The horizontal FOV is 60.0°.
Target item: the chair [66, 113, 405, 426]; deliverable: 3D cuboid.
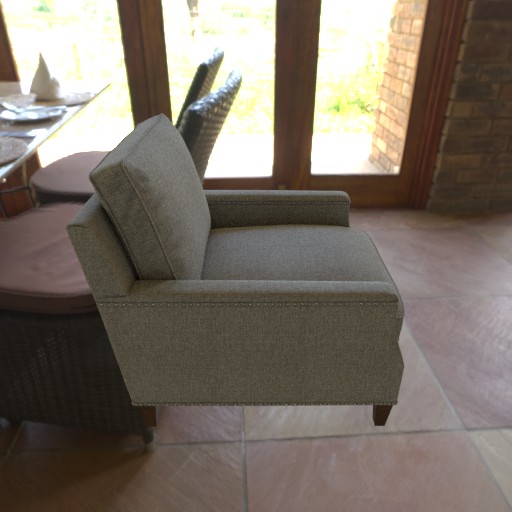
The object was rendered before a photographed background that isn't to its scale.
[{"bbox_3d":[0.000,0.000,1.695,1.014,0.943,0.853,0,30,0],"label":"chair"}]
